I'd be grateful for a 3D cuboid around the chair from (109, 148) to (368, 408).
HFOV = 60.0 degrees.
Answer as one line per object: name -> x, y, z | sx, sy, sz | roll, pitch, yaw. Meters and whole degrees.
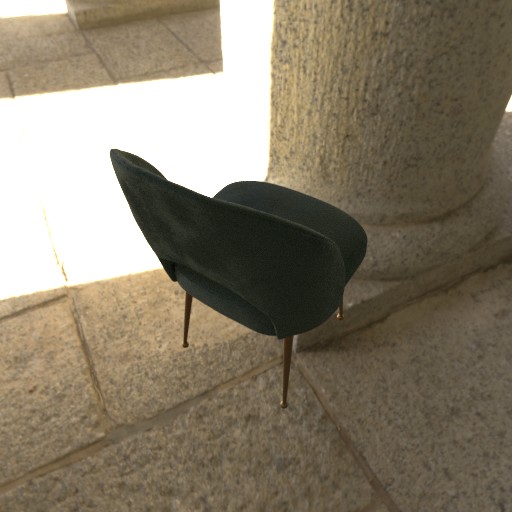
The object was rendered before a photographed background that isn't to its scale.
chair -> 0.000, 0.000, 1.211 | 0.527, 0.860, 0.577 | 25, 51, 22
